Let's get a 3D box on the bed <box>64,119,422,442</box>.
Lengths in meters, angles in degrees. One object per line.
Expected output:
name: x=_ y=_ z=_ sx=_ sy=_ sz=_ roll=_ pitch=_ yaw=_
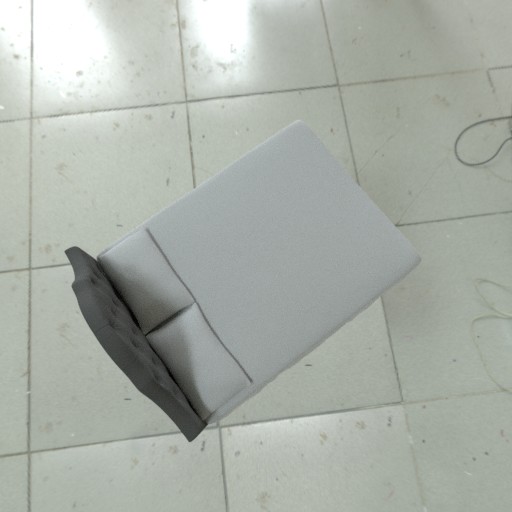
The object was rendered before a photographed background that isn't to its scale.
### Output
bed: x=0.000 y=0.000 z=3.280 sx=2.155 sy=1.575 sz=1.636 roll=-36 pitch=78 yaw=-9
